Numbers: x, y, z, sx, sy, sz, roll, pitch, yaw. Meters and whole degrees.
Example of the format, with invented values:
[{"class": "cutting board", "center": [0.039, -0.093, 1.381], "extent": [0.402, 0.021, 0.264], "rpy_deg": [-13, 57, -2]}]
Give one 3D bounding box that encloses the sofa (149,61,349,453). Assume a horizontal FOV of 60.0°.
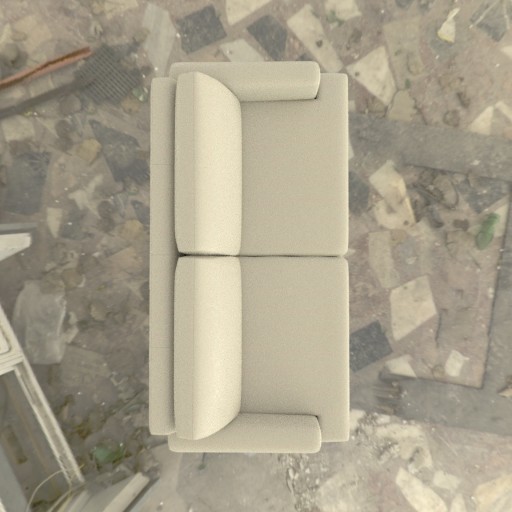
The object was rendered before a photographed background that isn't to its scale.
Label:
[{"class": "sofa", "center": [0.000, 0.000, 2.304], "extent": [0.974, 0.765, 1.940], "rpy_deg": [0, 89, 1]}]
